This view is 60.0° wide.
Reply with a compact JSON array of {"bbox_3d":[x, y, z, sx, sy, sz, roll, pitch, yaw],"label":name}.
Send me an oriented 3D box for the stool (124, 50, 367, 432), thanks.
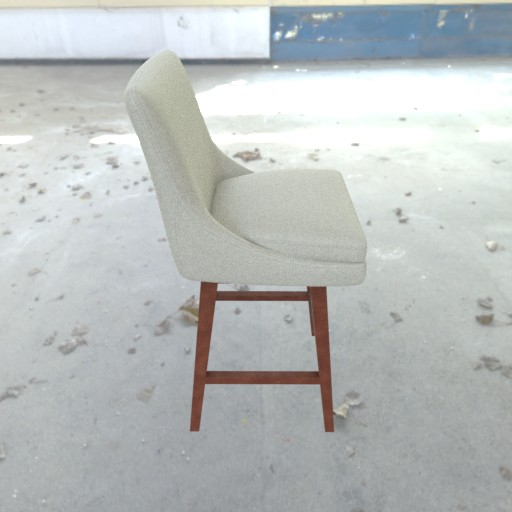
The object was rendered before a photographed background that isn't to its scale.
[{"bbox_3d":[0.000,0.000,1.347,0.559,1.092,0.470,0,35,0],"label":"stool"}]
